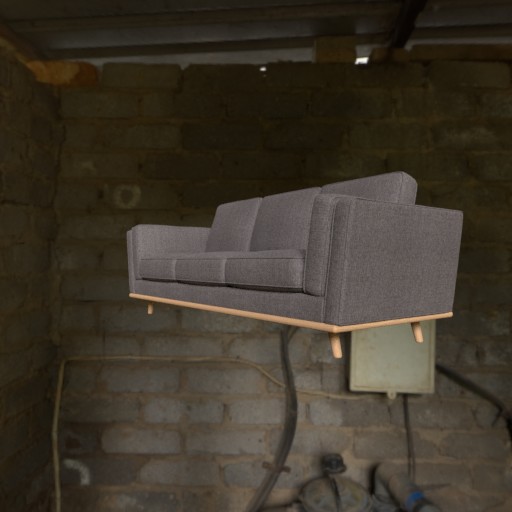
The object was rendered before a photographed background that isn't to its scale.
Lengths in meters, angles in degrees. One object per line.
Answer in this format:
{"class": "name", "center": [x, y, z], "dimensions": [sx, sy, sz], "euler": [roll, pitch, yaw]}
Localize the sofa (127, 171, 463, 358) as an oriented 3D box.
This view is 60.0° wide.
{"class": "sofa", "center": [0.000, 0.000, 2.886], "dimensions": [0.903, 0.899, 2.362], "euler": [0, -1, -37]}
